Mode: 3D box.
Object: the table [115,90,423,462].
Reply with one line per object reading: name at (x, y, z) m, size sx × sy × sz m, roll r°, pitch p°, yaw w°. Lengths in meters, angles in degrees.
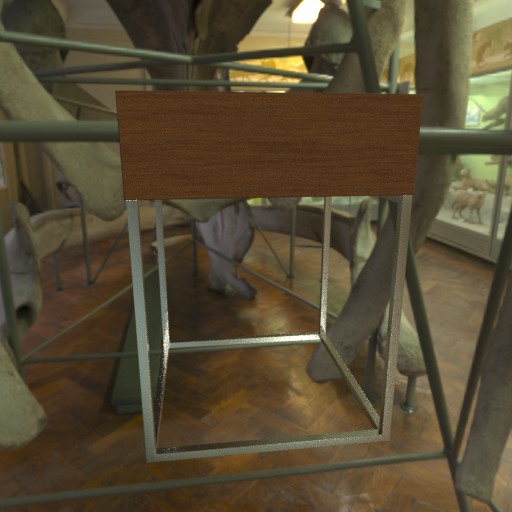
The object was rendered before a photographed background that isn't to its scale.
table at (0.000, 0.000, 0.824) m, size 0.397 × 0.540 × 0.398 m, roll -2°, pitch 16°, yaw -7°
